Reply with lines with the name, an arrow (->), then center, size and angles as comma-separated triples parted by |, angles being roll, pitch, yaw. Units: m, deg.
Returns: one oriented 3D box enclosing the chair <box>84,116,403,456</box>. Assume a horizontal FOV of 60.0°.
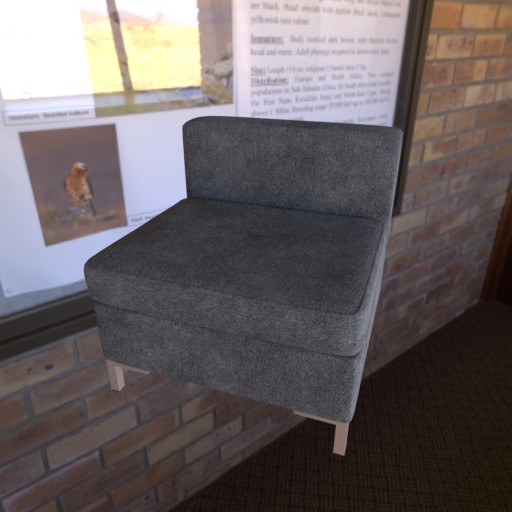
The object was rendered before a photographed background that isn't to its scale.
chair -> 0.000, 0.000, 1.252 | 0.680, 0.660, 0.680 | 9, 28, 18
